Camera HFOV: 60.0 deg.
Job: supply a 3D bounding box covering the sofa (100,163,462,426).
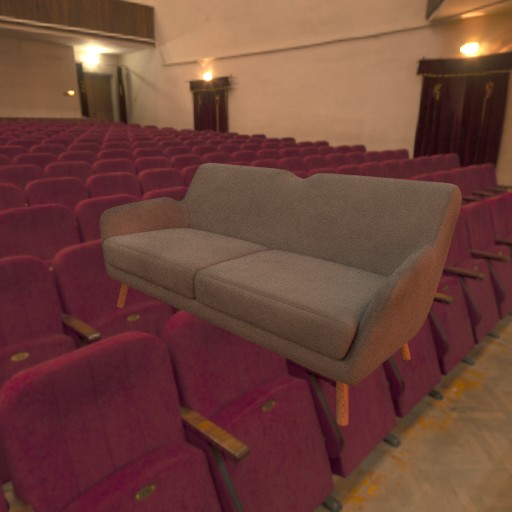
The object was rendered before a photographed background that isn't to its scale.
[{"bbox_3d":[0.000,0.000,2.273,1.870,0.810,0.850,15,22,42],"label":"sofa"}]
